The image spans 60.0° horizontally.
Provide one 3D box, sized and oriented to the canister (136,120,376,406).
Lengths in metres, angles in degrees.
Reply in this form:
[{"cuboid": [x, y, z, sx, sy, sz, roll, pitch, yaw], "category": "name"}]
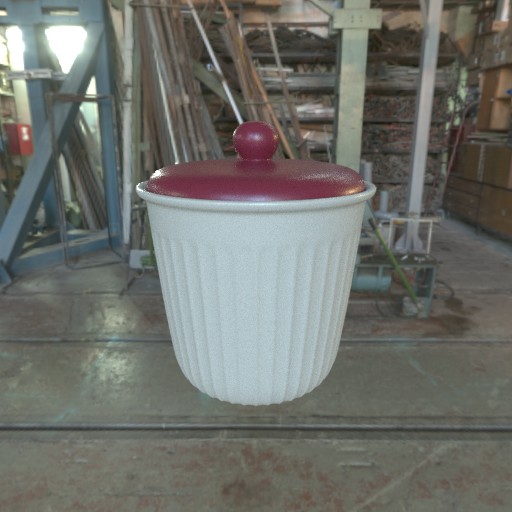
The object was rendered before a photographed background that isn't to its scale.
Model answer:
[{"cuboid": [0.000, 0.000, 0.361, 0.181, 0.211, 0.181, 0, 16, 0], "category": "canister"}]
